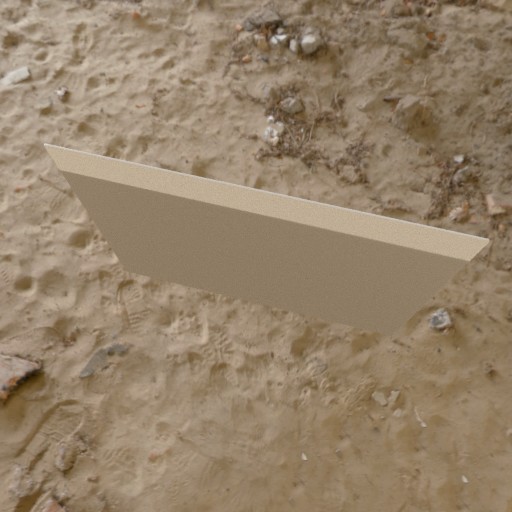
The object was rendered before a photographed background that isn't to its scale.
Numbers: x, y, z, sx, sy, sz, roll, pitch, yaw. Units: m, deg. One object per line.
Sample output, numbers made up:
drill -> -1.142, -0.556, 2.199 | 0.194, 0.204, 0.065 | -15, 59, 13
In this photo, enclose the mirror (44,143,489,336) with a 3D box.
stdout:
mirror -> 0.000, 0.000, 1.129 | 0.870, 0.630, 0.030 | 13, 65, 6
